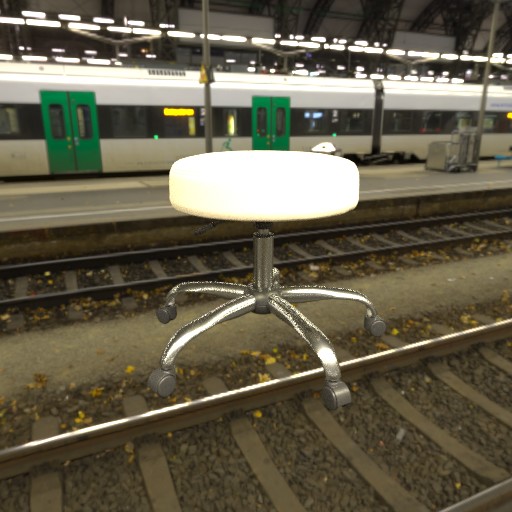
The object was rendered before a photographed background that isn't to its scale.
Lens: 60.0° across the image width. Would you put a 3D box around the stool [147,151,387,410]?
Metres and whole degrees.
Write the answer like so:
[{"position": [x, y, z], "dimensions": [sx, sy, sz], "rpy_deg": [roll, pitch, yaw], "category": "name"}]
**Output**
[{"position": [0.000, 0.000, 1.058], "dimensions": [0.634, 0.482, 0.614], "rpy_deg": [15, 22, 42], "category": "stool"}]
